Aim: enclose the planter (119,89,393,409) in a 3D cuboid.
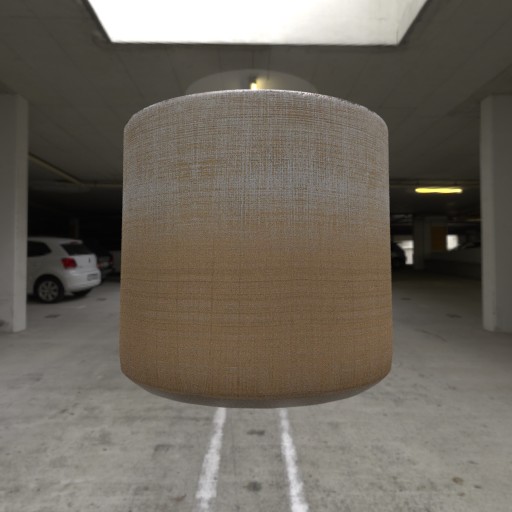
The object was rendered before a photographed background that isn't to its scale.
[{"bbox_3d":[0.000,0.000,0.376,0.221,0.201,0.221,0,-2,0],"label":"planter"}]
